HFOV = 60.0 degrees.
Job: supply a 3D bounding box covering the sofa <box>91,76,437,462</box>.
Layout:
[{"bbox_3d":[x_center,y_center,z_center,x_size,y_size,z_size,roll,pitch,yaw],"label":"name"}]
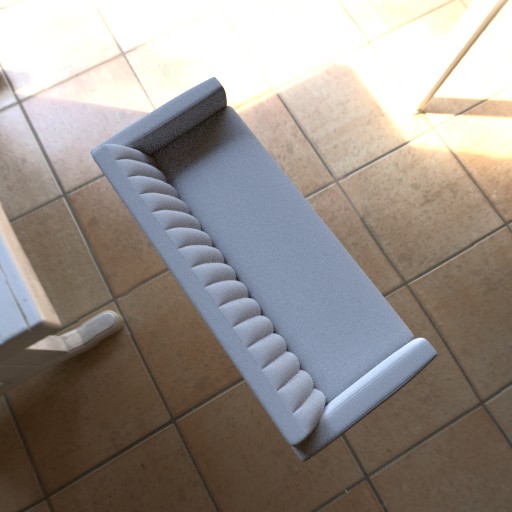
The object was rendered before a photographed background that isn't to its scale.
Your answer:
[{"bbox_3d":[0.000,0.000,2.854,0.990,0.821,2.291,-35,78,-8],"label":"sofa"}]
